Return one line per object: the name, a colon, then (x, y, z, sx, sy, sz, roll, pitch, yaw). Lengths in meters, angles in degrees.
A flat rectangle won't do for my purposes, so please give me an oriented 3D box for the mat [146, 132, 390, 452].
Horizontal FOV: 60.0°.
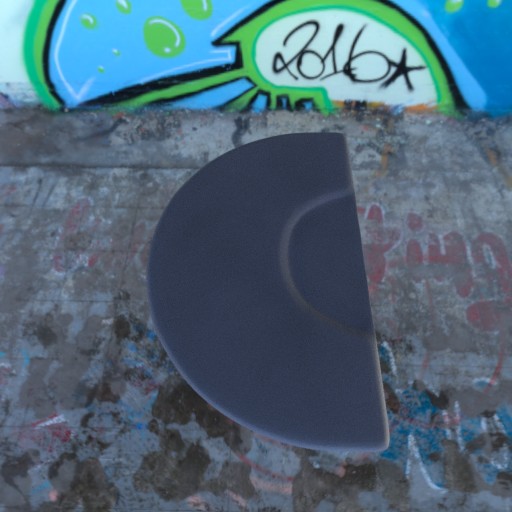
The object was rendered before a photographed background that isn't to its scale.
mat: (0.000, 0.000, 1.873, 0.917, 0.016, 1.525, 0, 57, 0)
